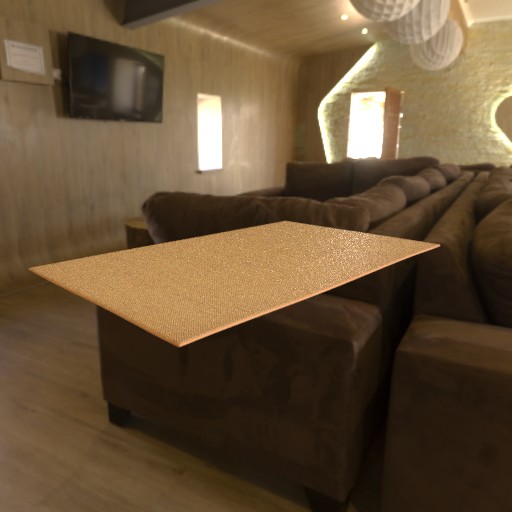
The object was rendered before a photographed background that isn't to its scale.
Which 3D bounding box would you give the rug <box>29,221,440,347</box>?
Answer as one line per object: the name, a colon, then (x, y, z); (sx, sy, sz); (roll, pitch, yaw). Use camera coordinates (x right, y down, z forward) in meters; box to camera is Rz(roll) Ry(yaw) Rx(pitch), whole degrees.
rug: (0.000, 0.000, 2.097); (1.078, 0.013, 1.678); (13, 19, 43)
